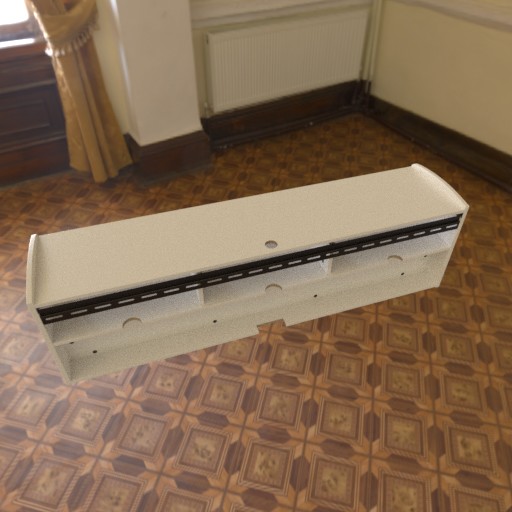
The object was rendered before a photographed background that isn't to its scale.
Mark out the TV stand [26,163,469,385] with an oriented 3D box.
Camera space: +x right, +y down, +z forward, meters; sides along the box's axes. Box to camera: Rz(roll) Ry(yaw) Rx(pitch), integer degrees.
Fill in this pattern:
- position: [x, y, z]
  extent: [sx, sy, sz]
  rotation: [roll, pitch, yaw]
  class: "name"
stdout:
- position: [0.000, 0.000, 1.671]
  extent: [1.473, 0.424, 0.397]
  rotation: [-12, 43, -14]
  class: "TV stand"
